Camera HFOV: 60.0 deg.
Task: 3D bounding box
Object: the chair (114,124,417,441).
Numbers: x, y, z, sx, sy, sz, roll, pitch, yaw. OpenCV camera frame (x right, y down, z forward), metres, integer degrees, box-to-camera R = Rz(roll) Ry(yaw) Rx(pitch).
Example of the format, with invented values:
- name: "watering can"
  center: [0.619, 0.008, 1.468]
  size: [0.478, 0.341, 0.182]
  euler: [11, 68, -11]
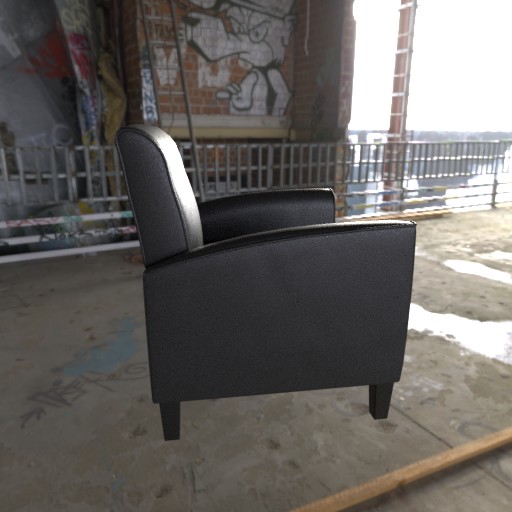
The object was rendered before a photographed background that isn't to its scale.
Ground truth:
- name: "chair"
  center: [0.000, 0.000, 1.608]
  size: [0.819, 0.916, 0.820]
  euler: [-2, 16, -8]
